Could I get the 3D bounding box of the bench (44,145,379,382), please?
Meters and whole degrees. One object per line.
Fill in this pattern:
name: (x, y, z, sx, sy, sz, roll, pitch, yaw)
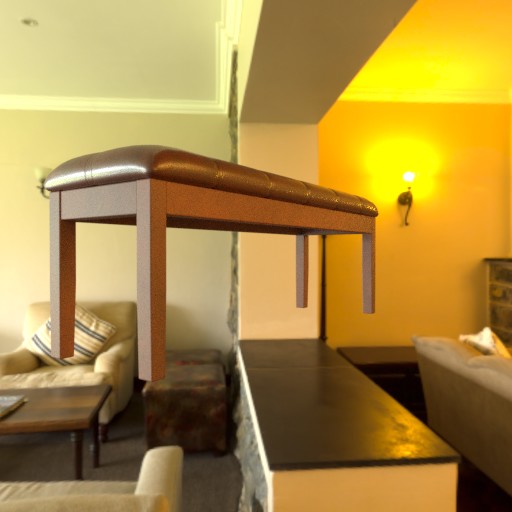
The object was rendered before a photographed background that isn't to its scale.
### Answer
bench: (0.000, 0.000, 1.481, 0.401, 0.491, 1.259, 0, 1, 35)
